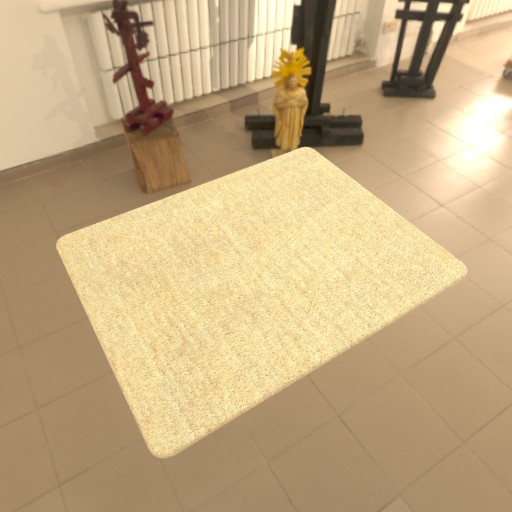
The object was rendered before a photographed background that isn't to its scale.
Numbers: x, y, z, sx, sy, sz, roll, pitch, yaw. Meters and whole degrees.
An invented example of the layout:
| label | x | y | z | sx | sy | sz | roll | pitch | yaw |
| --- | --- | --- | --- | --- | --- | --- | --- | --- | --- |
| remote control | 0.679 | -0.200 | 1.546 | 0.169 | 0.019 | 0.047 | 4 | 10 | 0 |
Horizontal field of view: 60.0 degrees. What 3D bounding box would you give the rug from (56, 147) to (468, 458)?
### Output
| label | x | y | z | sx | sy | sz | roll | pitch | yaw |
| --- | --- | --- | --- | --- | --- | --- | --- | --- | --- |
| rug | 0.000 | 0.000 | 3.391 | 2.528 | 0.048 | 2.009 | -25 | 51 | -22 |
